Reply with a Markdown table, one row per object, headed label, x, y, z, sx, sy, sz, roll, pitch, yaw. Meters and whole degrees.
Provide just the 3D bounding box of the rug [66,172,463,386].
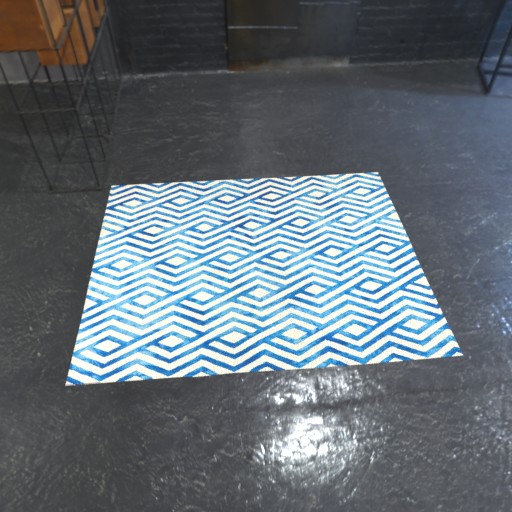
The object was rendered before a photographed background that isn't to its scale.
| label | x | y | z | sx | sy | sz | roll | pitch | yaw |
| --- | --- | --- | --- | --- | --- | --- | --- | --- | --- |
| rug | 0.000 | 0.000 | 4.231 | 3.059 | 0.008 | 2.453 | -3 | 46 | -3 |
